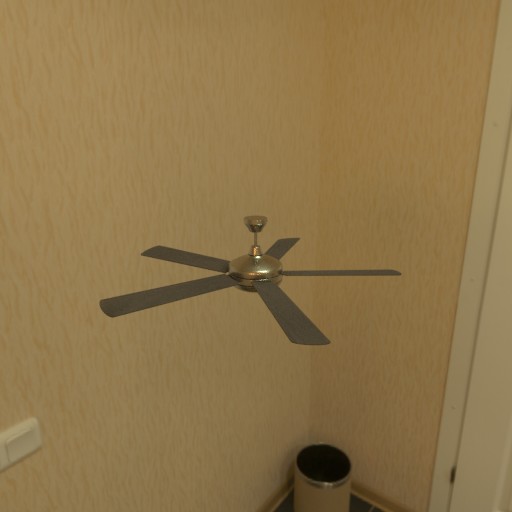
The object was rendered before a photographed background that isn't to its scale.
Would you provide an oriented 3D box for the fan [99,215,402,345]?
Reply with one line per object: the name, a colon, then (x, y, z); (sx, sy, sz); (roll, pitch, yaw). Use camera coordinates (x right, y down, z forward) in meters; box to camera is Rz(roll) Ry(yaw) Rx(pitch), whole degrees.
fan: (0.000, 0.000, 2.027); (1.321, 0.356, 1.321); (3, 17, 8)
